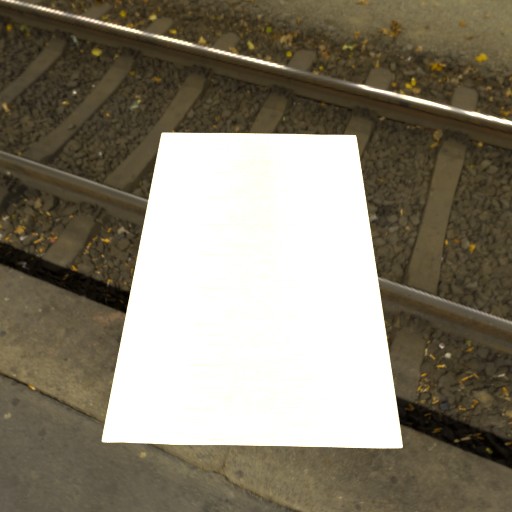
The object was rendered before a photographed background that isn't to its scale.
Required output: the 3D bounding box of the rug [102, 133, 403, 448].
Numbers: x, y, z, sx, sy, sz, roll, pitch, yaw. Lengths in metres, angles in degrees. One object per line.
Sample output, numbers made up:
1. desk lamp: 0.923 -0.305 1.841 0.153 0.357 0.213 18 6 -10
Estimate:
1. rug: 0.000 0.000 2.315 1.234 0.006 1.850 1 57 1
